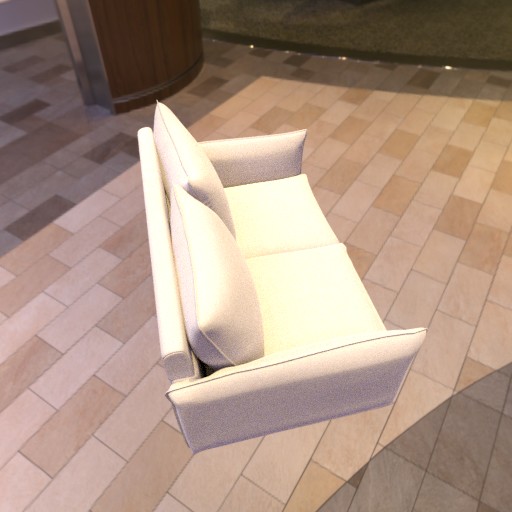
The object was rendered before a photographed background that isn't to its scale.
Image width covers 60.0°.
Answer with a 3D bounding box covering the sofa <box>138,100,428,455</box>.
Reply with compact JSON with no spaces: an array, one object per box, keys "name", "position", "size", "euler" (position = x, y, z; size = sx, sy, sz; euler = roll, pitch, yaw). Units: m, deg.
[{"name":"sofa","position":[0.000,0.000,1.838],"size":[0.820,0.840,1.300],"euler":[-10,47,-9]}]
